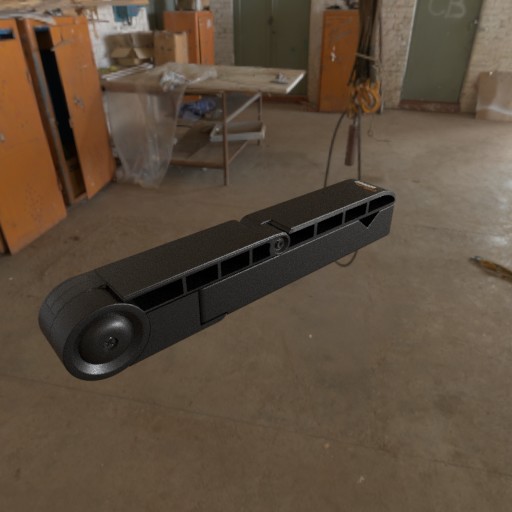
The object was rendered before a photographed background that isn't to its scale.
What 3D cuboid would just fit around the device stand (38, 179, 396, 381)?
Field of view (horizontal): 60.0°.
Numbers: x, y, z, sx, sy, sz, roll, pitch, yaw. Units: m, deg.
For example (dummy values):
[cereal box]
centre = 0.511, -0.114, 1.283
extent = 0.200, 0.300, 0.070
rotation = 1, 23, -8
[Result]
[device stand]
centre = 0.000, 0.000, 0.198
extent = 0.179, 0.030, 0.026
rotation = -23, 37, -34
